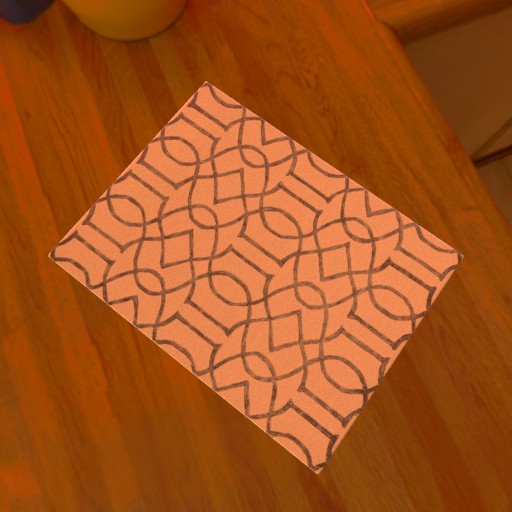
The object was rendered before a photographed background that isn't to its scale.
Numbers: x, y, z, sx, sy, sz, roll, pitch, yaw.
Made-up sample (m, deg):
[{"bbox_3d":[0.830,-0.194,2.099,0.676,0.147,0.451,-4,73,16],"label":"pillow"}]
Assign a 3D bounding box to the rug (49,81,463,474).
[{"bbox_3d":[0.000,0.000,3.889,2.910,0.021,2.211,36,78,9],"label":"rug"}]
